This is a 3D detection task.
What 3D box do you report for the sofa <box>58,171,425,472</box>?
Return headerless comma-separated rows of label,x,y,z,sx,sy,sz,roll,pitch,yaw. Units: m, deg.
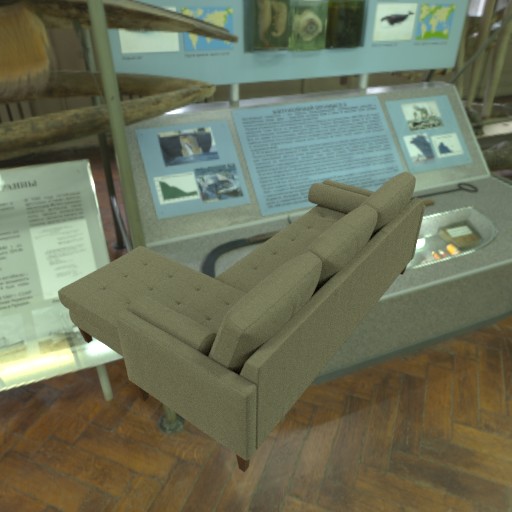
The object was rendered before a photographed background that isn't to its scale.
sofa,0.000,0.000,2.970,1.506,0.875,2.178,22,38,30
